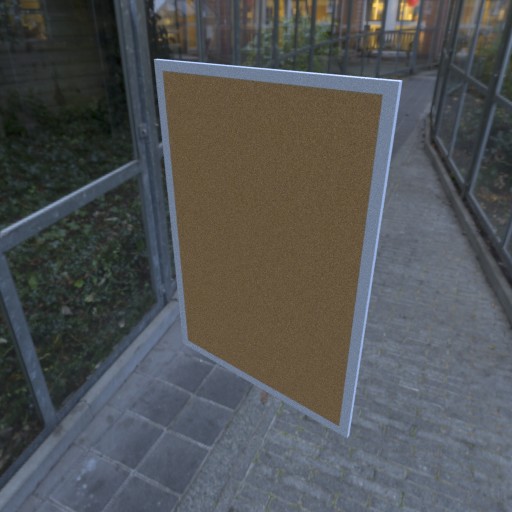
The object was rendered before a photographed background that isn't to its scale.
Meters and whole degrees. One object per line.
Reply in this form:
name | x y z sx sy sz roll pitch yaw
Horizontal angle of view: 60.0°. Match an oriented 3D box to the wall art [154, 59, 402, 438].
wall art | 0.000 0.000 1.197 0.659 0.940 0.013 21 35 33
